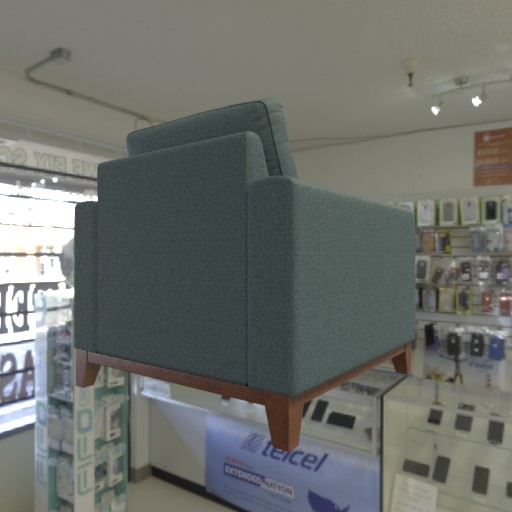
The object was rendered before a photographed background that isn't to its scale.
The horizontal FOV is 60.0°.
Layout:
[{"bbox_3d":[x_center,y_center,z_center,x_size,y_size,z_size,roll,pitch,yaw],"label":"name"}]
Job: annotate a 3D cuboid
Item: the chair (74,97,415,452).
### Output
[{"bbox_3d":[0.000,0.000,1.845,1.024,1.010,1.038,0,0,37],"label":"chair"}]
